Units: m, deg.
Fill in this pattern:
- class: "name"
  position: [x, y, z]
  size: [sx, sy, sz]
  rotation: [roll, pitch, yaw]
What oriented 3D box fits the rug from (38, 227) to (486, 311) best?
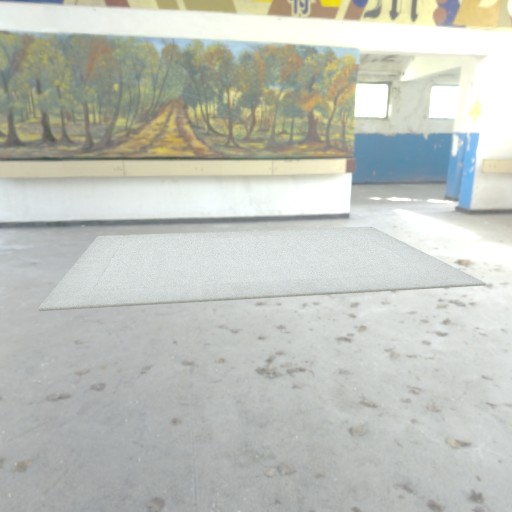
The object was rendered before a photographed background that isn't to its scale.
- class: "rug"
  position: [0.000, 0.000, 2.355]
  size: [1.829, 0.013, 1.219]
  rotation: [-2, 16, -9]
